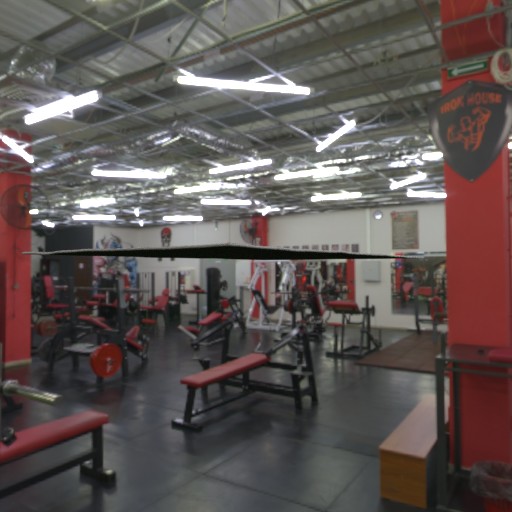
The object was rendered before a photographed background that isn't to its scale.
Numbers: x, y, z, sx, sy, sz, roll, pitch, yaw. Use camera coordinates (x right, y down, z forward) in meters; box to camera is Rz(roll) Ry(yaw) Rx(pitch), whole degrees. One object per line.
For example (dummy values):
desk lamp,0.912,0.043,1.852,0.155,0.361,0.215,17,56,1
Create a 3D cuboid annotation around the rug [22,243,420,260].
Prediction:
rug,0.000,0.000,3.053,1.531,0.023,2.444,-1,-2,36
